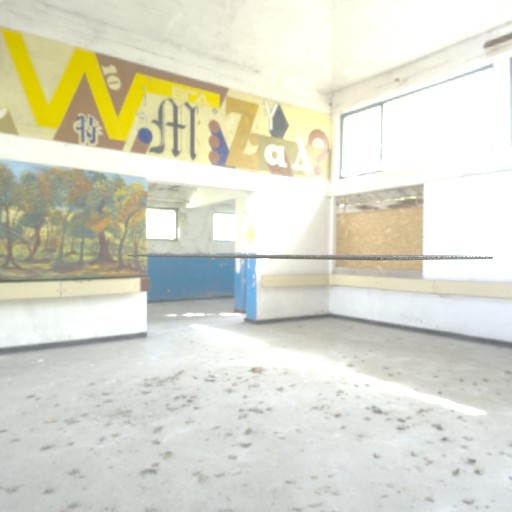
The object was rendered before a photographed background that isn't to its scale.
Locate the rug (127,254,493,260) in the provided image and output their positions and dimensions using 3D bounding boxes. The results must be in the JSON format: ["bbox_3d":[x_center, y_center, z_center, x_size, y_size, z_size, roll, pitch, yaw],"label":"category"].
[{"bbox_3d":[0.000,0.000,1.985,0.553,0.012,1.827,0,0,-35],"label":"rug"}]
